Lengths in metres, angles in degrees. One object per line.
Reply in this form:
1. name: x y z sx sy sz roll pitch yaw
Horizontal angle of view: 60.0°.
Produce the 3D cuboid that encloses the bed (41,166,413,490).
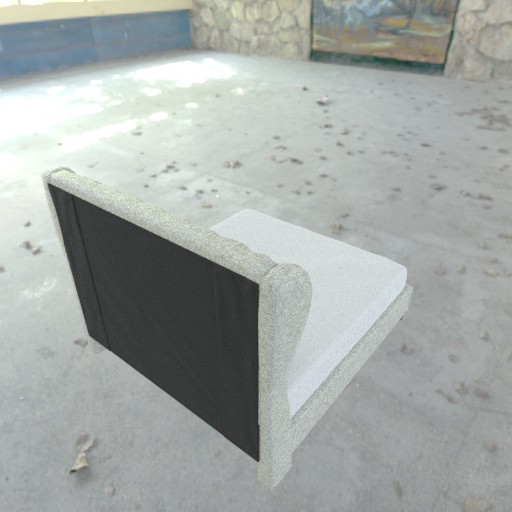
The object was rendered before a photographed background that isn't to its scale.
1. bed: 0.000 0.000 3.864 2.219 1.771 2.347 24 40 32
